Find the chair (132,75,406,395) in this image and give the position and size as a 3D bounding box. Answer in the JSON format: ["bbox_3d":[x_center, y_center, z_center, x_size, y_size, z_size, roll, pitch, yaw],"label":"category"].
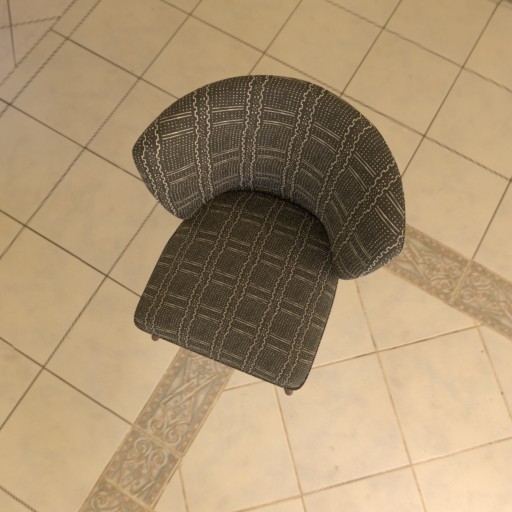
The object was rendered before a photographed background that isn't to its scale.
[{"bbox_3d":[0.000,0.000,1.448,0.710,0.866,0.758,21,76,5],"label":"chair"}]
